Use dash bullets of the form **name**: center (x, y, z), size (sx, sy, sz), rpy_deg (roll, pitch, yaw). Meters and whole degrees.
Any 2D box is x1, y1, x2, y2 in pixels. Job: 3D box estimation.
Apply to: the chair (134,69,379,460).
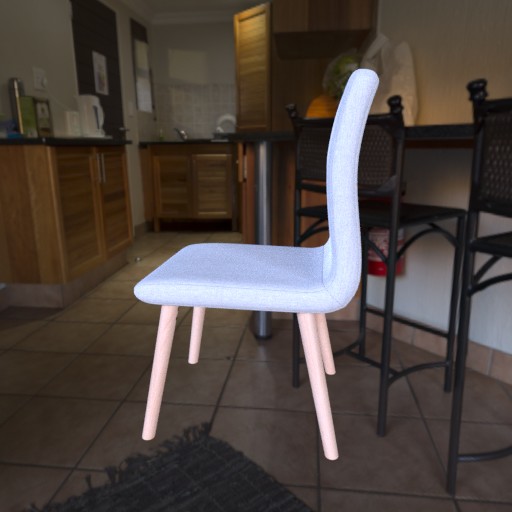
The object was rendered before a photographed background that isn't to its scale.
- **chair**: center (0.000, 0.000, 1.194), size (0.550, 0.885, 0.435), rpy_deg (2, 15, 9)
